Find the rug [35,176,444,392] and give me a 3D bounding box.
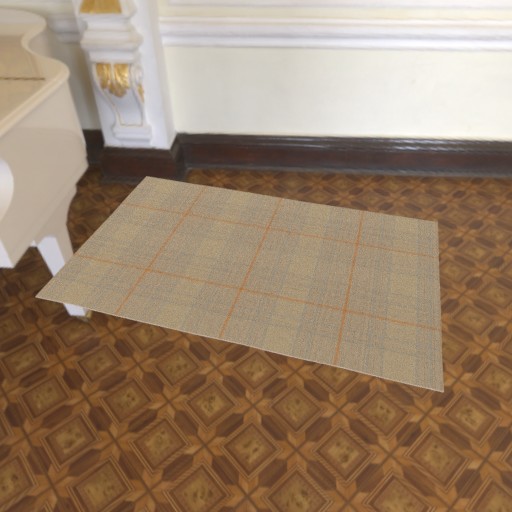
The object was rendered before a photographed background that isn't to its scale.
[{"bbox_3d":[0.000,0.000,3.079,2.442,0.016,1.527,11,42,12],"label":"rug"}]
